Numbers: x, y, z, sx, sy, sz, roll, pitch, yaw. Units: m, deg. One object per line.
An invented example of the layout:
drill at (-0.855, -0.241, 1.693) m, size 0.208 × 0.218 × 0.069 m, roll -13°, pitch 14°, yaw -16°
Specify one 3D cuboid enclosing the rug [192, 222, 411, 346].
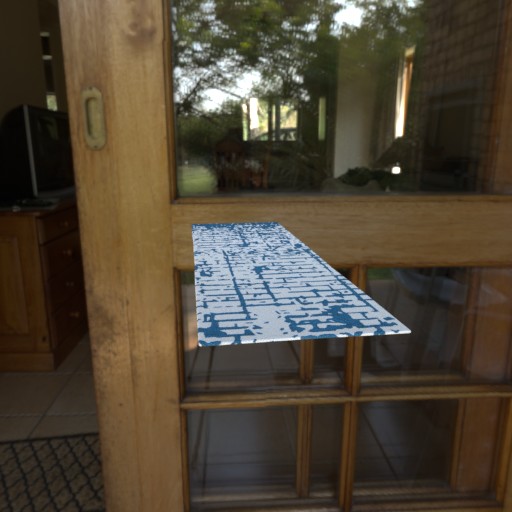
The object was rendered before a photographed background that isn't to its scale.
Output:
rug at (0.000, 0.000, 2.688) m, size 0.750 × 0.011 × 2.435 m, roll -2°, pitch 14°, yaw -8°
